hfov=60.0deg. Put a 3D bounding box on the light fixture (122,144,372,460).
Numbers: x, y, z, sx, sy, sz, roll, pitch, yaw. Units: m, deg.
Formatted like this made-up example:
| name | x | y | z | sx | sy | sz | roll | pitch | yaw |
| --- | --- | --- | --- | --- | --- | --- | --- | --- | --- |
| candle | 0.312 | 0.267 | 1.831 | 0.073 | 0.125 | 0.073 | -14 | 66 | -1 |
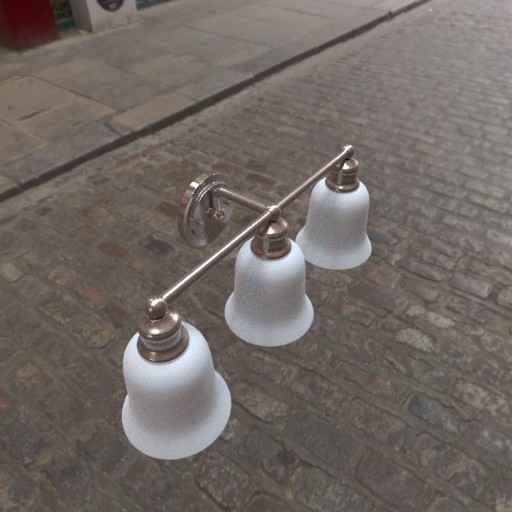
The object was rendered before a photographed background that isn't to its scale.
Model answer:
| name | x | y | z | sx | sy | sz | roll | pitch | yaw |
| --- | --- | --- | --- | --- | --- | --- | --- | --- | --- |
| light fixture | 0.000 | 0.000 | 0.667 | 0.198 | 0.211 | 0.570 | 26 | 47 | 27 |
